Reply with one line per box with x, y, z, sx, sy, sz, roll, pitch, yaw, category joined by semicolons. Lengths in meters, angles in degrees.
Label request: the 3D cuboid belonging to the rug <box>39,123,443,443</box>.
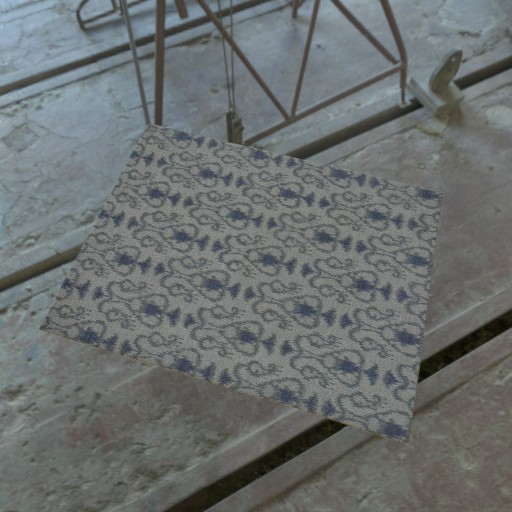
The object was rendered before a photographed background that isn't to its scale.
0.000;0.000;4.144;3.205;0.015;2.437;15;65;7;rug
